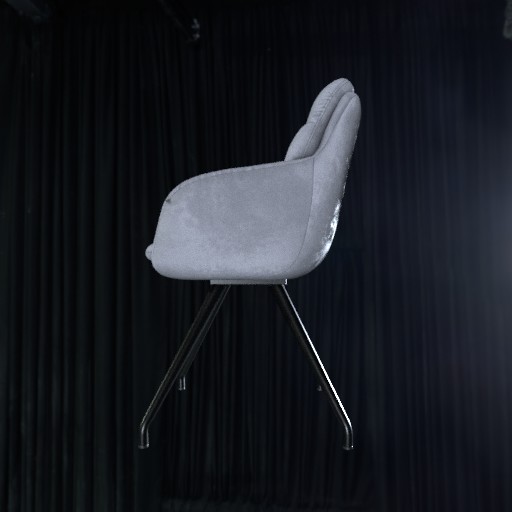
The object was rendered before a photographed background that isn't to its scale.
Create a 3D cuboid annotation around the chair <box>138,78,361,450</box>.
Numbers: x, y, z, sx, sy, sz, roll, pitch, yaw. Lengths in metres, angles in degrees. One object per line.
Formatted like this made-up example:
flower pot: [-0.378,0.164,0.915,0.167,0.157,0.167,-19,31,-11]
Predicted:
chair: [0.000,0.000,1.262,0.569,0.888,0.579,0,-1,1]
